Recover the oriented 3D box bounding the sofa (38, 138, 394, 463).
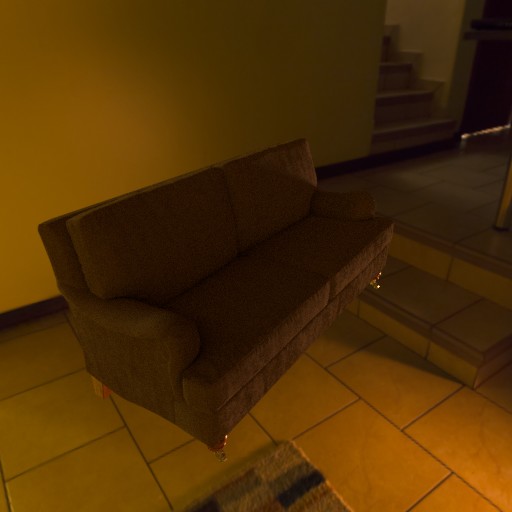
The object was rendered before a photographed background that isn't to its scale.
[{"bbox_3d":[0.000,0.000,2.772,1.086,1.087,2.165,18,32,31],"label":"sofa"}]
